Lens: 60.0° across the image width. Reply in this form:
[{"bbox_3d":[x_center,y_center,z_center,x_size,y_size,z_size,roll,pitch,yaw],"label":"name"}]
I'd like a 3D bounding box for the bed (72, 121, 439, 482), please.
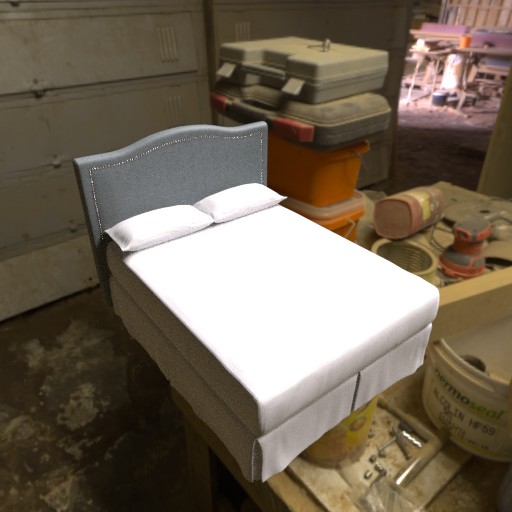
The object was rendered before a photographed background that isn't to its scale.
[{"bbox_3d":[0.000,0.000,3.268,1.753,1.460,2.143,-22,37,-31],"label":"bed"}]
